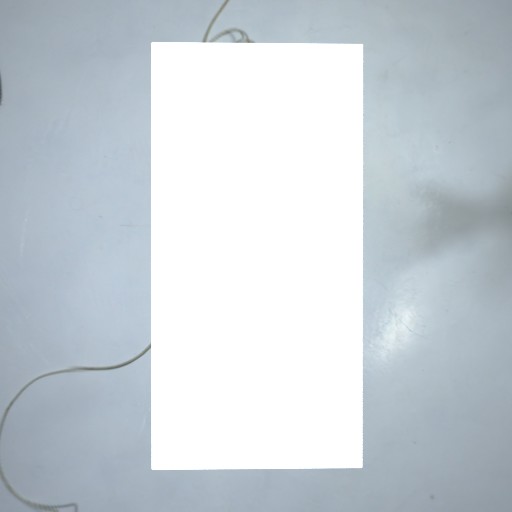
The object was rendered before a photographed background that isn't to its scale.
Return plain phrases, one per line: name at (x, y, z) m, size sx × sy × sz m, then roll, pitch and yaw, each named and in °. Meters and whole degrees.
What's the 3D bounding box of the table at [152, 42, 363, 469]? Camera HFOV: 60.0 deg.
table at (0.000, 0.000, 1.405) m, size 0.550 × 0.510 × 1.107 m, roll 0°, pitch 90°, yaw -1°
